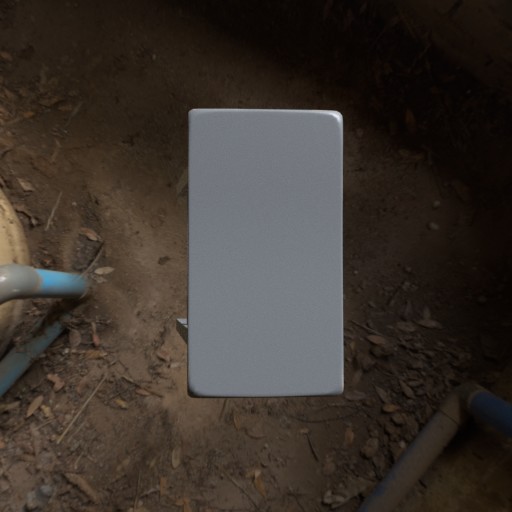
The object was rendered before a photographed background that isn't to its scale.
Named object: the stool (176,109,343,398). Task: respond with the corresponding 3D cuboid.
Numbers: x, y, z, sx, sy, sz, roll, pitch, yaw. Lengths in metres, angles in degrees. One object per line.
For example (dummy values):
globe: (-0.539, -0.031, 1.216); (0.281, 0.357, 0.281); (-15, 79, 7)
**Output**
stool: (0.000, 0.000, 1.047); (0.476, 0.737, 0.457); (0, 89, -2)
